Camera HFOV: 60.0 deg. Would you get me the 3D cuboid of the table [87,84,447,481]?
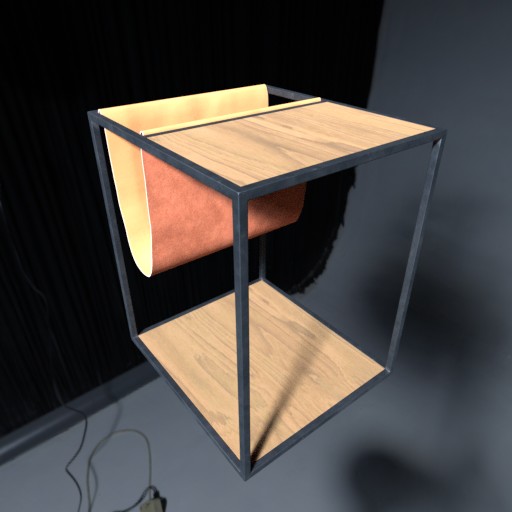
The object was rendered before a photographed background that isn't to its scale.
[{"bbox_3d":[0.000,0.000,0.867,0.399,0.536,0.450,-22,38,-32],"label":"table"}]
